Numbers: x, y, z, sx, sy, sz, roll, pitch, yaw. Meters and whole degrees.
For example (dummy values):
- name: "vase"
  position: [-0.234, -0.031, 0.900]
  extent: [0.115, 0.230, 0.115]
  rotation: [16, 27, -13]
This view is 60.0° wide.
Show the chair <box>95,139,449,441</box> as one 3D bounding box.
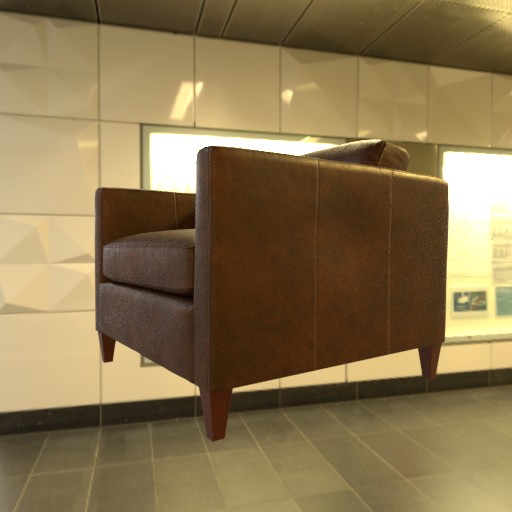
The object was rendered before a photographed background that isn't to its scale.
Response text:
- name: "chair"
  position: [0.000, 0.000, 1.682]
  extent: [0.975, 0.864, 0.990]
  rotation: [-1, 1, -35]
